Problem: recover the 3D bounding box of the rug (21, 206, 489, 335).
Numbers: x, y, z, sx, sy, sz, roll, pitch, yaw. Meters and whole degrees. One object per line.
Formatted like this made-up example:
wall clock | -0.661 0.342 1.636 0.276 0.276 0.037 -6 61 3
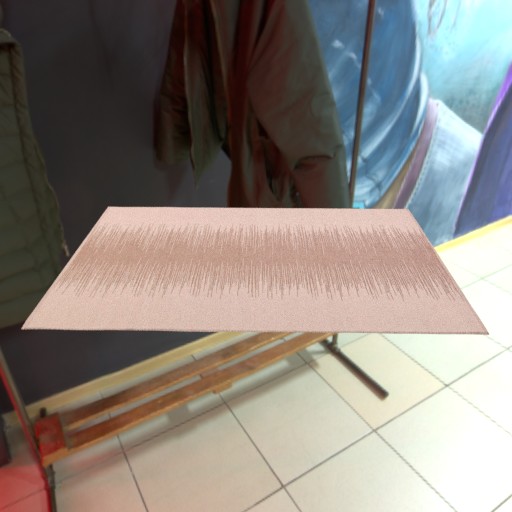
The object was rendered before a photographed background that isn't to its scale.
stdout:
rug | 0.000 0.000 2.952 2.440 0.012 1.522 1 31 1
